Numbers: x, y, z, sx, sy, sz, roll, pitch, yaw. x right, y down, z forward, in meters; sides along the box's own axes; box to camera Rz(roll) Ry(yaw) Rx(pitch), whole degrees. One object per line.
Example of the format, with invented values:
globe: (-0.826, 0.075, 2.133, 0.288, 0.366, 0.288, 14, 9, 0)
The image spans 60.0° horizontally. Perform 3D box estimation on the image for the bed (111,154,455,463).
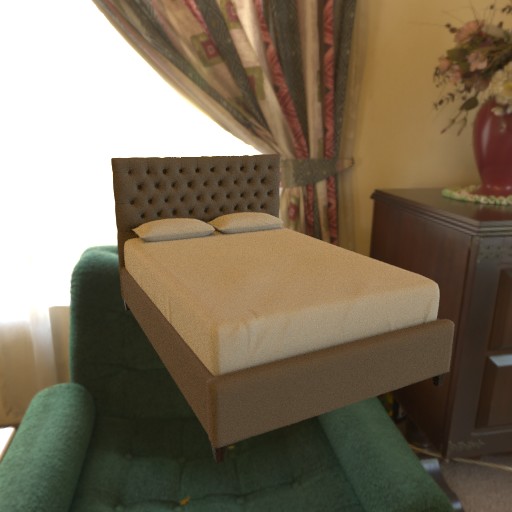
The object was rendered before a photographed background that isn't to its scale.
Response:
bed: (0.000, 0.000, 3.424, 1.698, 1.427, 2.387, -8, 17, -26)
